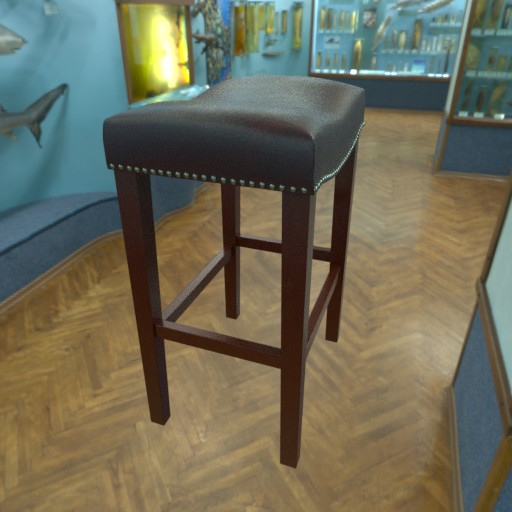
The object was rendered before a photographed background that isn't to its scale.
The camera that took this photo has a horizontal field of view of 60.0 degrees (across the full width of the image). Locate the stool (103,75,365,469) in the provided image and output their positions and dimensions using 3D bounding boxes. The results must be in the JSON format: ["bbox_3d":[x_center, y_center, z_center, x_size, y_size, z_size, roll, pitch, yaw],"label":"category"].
[{"bbox_3d":[0.000,0.000,1.035,0.372,0.742,0.504,10,30,18],"label":"stool"}]
